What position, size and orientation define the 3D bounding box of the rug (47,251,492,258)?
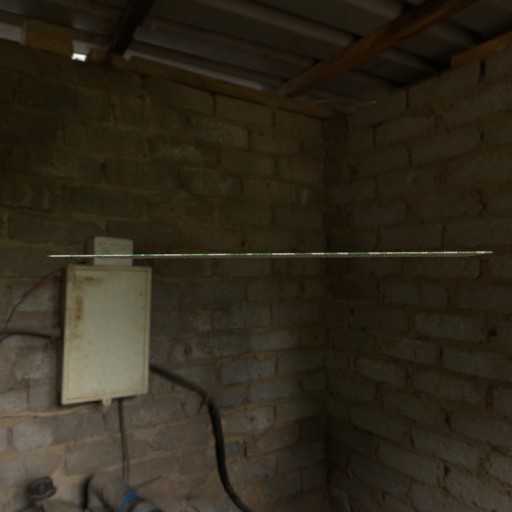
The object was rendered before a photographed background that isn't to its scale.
[{"bbox_3d":[0.000,0.000,2.689,2.438,0.006,0.761,0,-1,18],"label":"rug"}]
